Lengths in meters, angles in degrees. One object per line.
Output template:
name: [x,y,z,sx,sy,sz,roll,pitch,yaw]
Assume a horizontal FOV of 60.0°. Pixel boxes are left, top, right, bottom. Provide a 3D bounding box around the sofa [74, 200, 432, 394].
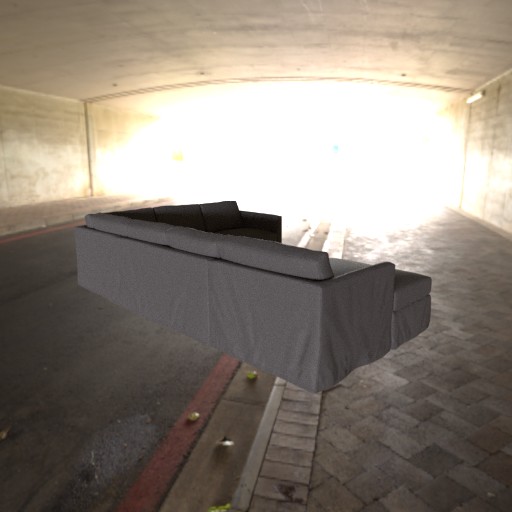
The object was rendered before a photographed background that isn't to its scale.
sofa: [0.000,0.000,4.710,3.528,0.878,2.476,12,17,43]
